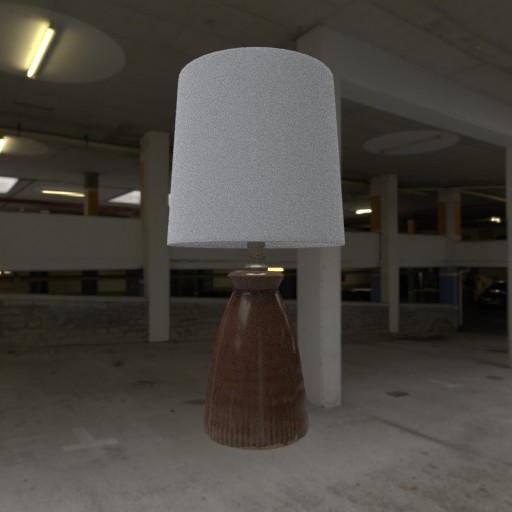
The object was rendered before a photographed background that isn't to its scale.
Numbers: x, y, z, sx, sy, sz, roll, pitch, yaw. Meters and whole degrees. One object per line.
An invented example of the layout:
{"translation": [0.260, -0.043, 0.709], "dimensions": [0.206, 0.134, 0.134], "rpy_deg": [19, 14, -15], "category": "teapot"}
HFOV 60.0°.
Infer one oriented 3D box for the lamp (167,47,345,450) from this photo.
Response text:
{"translation": [0.000, 0.000, 0.473], "dimensions": [0.186, 0.369, 0.186], "rpy_deg": [0, -1, 0], "category": "lamp"}
